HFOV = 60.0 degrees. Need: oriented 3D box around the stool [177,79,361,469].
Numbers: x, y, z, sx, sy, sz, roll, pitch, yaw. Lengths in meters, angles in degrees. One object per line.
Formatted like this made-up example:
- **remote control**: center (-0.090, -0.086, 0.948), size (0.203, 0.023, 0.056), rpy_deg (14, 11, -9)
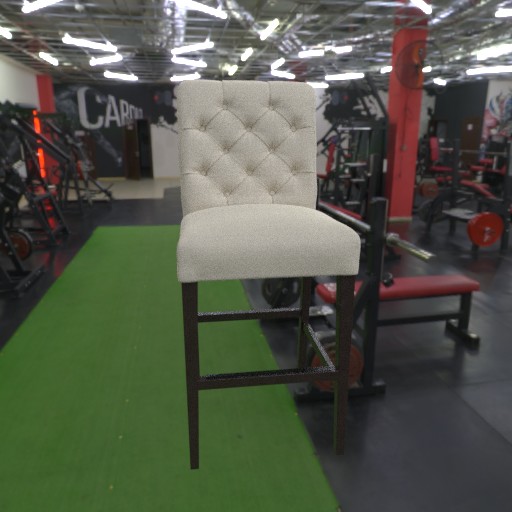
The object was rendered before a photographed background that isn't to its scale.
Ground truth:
- **stool**: center (0.000, 0.000, 1.440), size (0.482, 1.118, 0.610), rpy_deg (-2, 16, -7)
